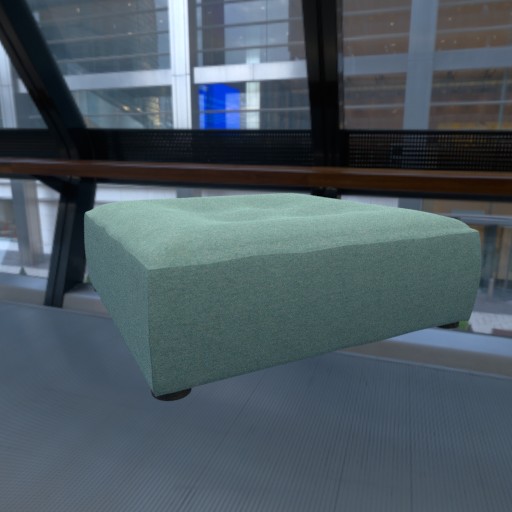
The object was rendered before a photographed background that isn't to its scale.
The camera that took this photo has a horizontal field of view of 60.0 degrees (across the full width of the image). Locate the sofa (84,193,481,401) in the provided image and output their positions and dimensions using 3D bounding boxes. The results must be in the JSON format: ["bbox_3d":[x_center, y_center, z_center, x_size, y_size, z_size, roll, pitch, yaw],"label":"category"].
[{"bbox_3d":[0.000,0.000,1.428,0.930,0.330,0.930,-7,15,-27],"label":"sofa"}]
